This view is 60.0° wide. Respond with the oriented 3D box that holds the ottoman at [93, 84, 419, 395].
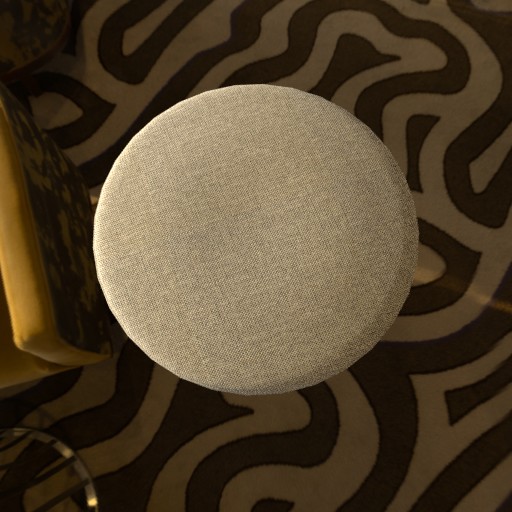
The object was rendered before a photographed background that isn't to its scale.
[{"bbox_3d":[0.000,0.000,0.856,0.500,0.419,0.500,0,75,0],"label":"ottoman"}]
